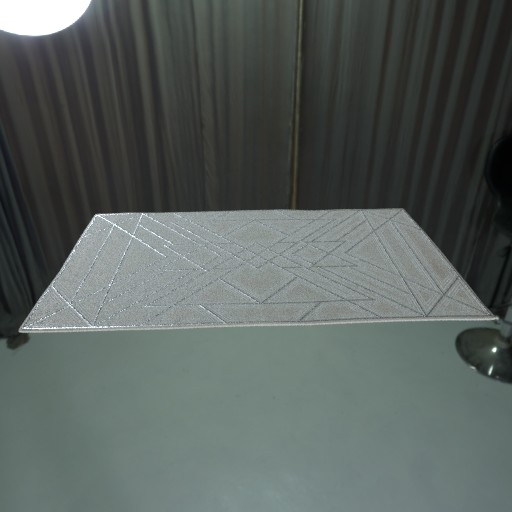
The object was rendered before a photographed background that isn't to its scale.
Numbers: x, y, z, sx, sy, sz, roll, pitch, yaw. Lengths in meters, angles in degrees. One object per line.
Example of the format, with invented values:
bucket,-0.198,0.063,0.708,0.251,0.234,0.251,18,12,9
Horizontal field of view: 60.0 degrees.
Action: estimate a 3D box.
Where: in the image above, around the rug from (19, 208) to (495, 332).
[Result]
rug,0.000,0.000,1.023,0.869,0.008,0.511,-1,30,-2
